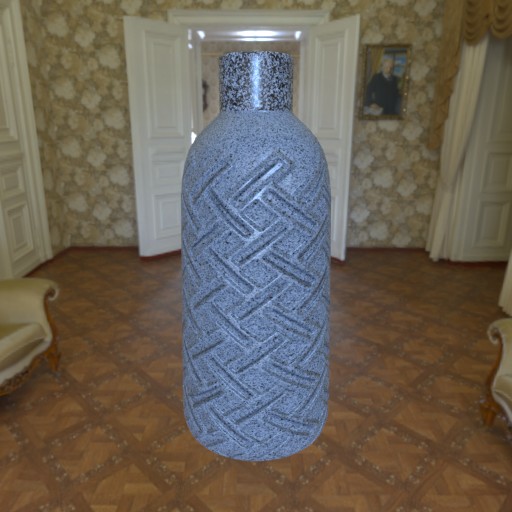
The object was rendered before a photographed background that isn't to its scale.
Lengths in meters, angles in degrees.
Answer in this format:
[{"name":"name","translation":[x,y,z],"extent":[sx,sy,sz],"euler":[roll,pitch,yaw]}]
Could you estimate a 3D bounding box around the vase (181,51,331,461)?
[{"name":"vase","translation":[0.000,0.000,0.341],"extent":[0.122,0.282,0.122],"euler":[0,16,0]}]
